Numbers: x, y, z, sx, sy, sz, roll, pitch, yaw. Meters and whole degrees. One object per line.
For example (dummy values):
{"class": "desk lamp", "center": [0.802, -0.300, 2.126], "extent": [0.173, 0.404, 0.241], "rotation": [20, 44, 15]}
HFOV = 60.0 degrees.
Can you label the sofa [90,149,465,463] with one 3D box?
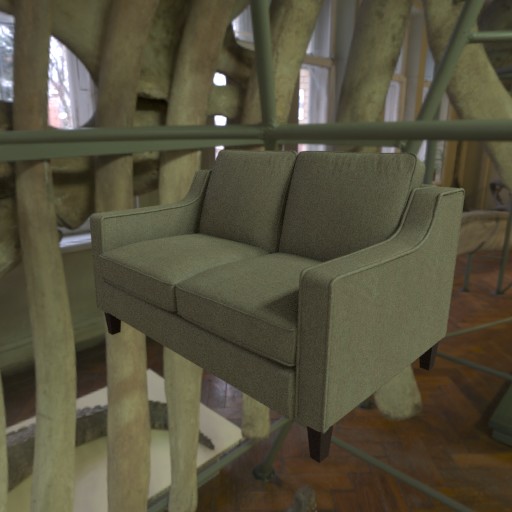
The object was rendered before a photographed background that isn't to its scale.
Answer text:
{"class": "sofa", "center": [0.000, 0.000, 2.111], "extent": [1.503, 0.981, 0.985], "rotation": [15, 21, 42]}
